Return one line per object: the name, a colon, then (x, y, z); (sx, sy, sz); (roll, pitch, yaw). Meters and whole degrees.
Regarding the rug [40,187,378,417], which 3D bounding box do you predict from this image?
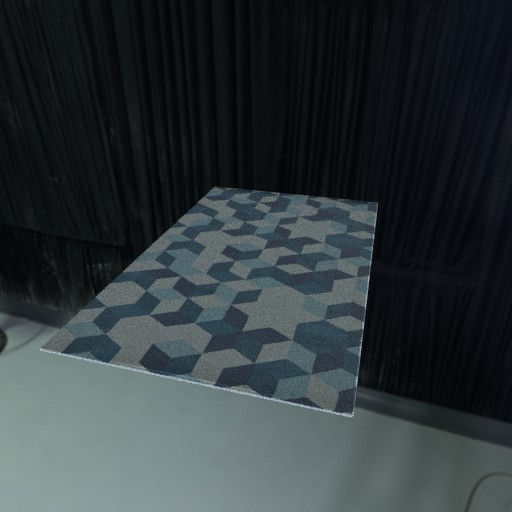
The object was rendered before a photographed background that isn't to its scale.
rug: (0.000, 0.000, 3.024); (1.518, 0.015, 2.438); (8, 29, 14)
